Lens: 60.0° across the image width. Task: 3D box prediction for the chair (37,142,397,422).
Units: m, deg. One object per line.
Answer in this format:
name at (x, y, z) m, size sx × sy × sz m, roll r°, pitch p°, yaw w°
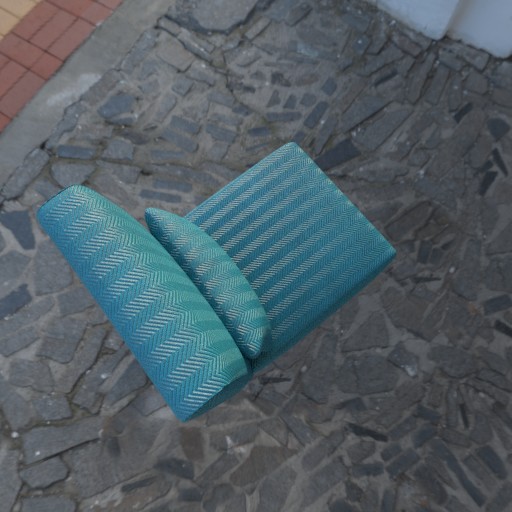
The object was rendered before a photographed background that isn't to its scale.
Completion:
chair at (0.000, 0.000, 1.399) m, size 0.808 × 0.927 × 0.579 m, roll -38°, pitch 77°, yaw -10°
